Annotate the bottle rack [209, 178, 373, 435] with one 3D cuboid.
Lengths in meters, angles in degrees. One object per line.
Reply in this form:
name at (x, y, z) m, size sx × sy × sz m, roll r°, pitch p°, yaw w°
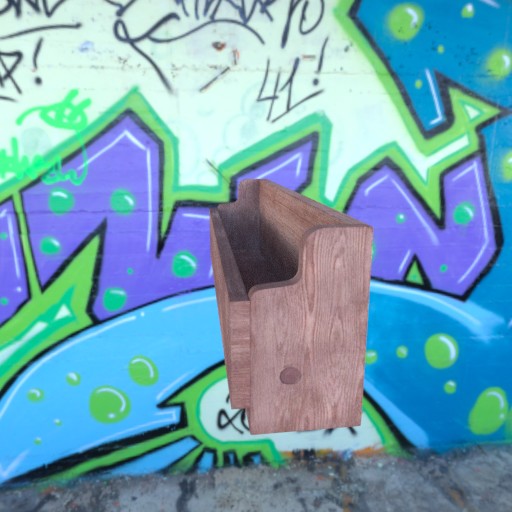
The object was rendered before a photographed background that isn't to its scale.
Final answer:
bottle rack at (0.000, 0.000, 0.692) m, size 0.126 × 0.196 × 0.608 m, roll -2°, pitch 14°, yaw -7°
